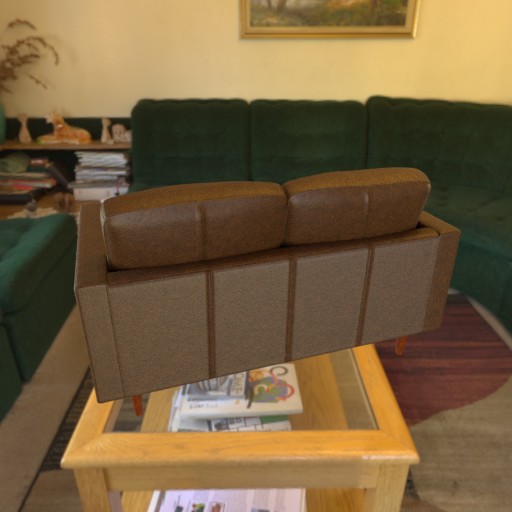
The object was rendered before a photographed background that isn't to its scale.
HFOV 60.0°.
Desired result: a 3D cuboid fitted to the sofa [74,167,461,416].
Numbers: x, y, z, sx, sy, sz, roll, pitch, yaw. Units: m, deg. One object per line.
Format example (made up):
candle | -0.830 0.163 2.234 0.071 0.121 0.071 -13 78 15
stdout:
sofa | 0.000 0.000 2.170 1.578 0.951 0.909 -8 27 -16
